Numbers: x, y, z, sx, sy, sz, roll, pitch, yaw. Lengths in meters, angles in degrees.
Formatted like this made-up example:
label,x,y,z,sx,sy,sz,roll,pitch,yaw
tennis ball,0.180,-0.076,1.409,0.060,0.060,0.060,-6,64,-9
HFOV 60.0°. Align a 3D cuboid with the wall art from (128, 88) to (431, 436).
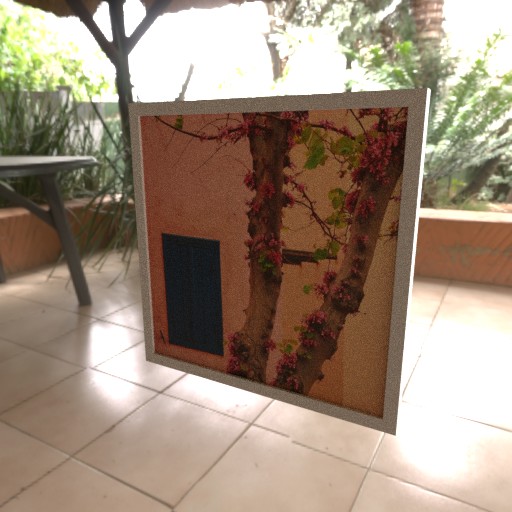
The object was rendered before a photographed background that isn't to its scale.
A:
label,x,y,z,sx,sy,sz,roll,pitch,yaw
wall art,0.000,0.000,1.128,0.762,0.762,0.038,8,16,28
